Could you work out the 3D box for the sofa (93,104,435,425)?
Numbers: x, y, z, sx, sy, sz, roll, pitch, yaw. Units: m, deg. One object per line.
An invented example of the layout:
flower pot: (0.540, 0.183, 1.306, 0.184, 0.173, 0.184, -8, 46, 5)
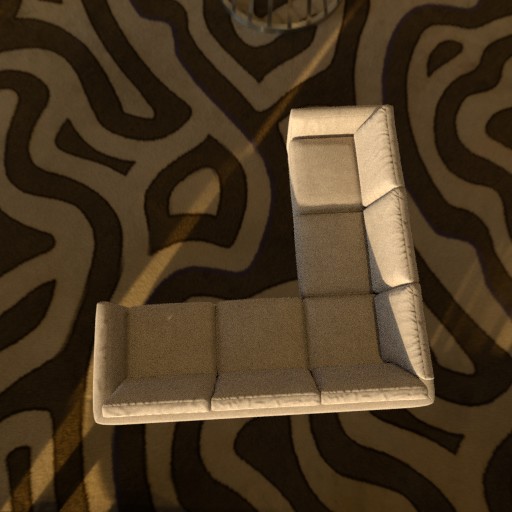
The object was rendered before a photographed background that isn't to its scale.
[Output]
sofa: (0.000, 0.000, 3.606, 2.438, 0.864, 2.438, -3, 75, -1)
